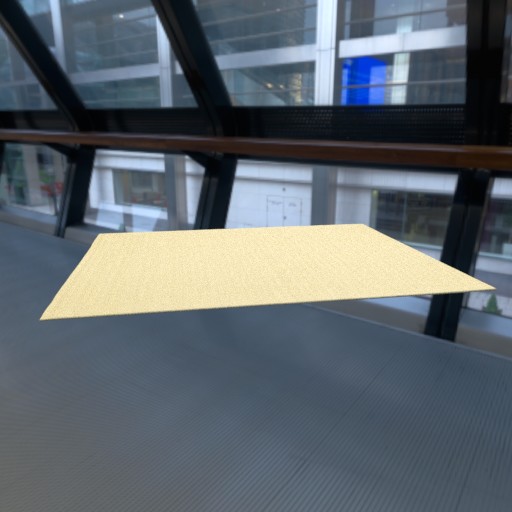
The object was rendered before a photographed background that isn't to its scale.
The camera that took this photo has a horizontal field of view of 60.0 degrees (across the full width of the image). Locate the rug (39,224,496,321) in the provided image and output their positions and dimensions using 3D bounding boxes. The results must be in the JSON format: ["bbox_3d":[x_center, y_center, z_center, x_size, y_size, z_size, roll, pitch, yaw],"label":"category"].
[{"bbox_3d":[0.000,0.000,4.188,3.204,0.016,2.452,-3,16,-10],"label":"rug"}]
